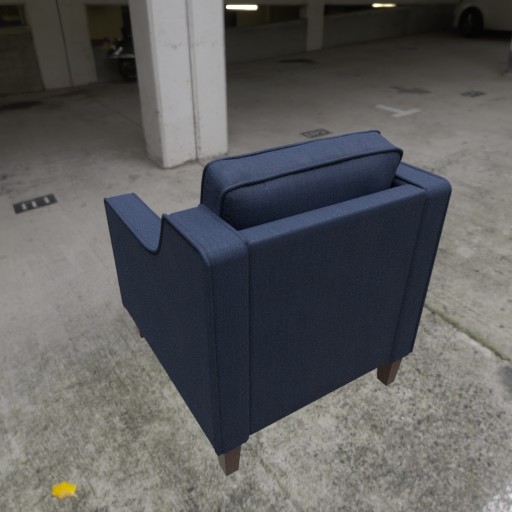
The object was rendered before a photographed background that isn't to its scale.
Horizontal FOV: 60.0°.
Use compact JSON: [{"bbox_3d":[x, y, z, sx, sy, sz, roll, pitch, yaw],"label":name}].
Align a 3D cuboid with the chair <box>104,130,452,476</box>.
[{"bbox_3d":[0.000,0.000,1.634,0.831,0.960,0.909,-17,34,-28],"label":"chair"}]
